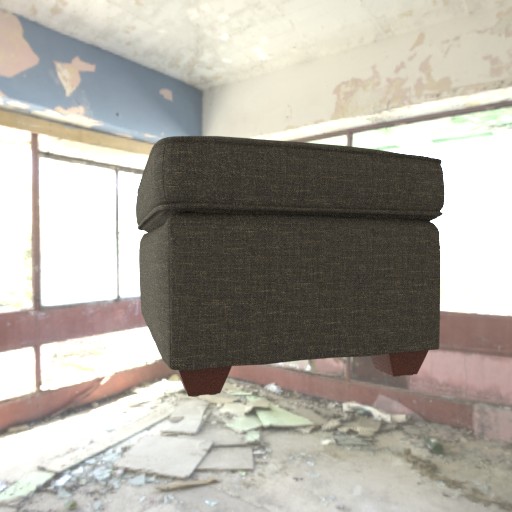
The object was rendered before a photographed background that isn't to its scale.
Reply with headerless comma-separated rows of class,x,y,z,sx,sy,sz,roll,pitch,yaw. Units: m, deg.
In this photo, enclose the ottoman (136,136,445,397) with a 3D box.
ottoman,0.000,0.000,1.090,0.549,0.450,0.749,0,0,-18
